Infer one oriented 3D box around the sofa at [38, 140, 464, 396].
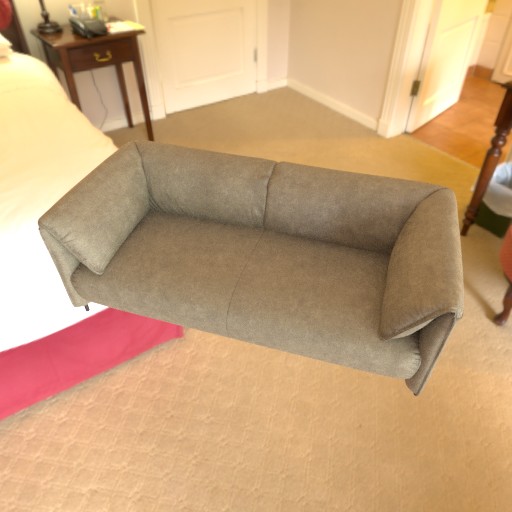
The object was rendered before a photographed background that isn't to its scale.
[{"bbox_3d":[0.000,0.000,2.339,1.878,0.747,0.905,11,42,13],"label":"sofa"}]
